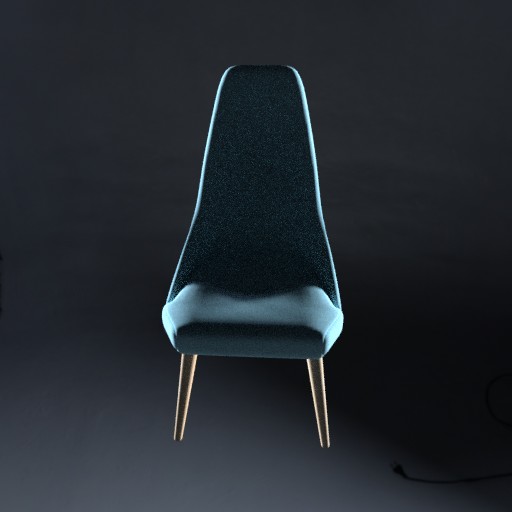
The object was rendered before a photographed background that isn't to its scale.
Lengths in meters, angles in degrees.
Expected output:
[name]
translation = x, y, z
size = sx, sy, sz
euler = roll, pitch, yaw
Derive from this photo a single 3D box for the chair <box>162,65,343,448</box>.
[chair]
translation = 0.000, 0.000, 1.393
size = 0.510, 1.040, 0.660
euler = 2, 30, 3
